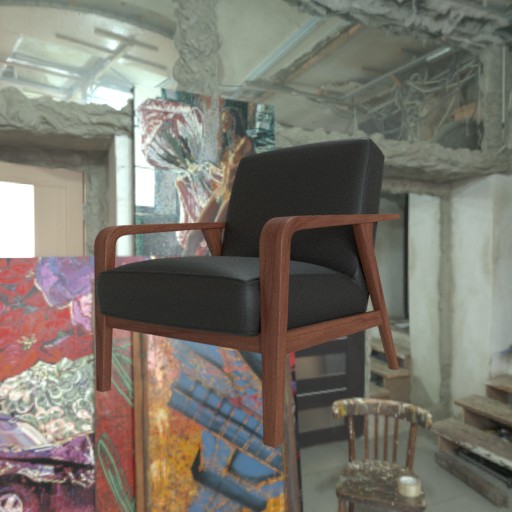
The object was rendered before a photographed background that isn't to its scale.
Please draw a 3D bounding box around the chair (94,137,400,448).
[{"bbox_3d":[0.000,0.000,1.513,0.719,0.861,0.889,1,1,37],"label":"chair"}]
